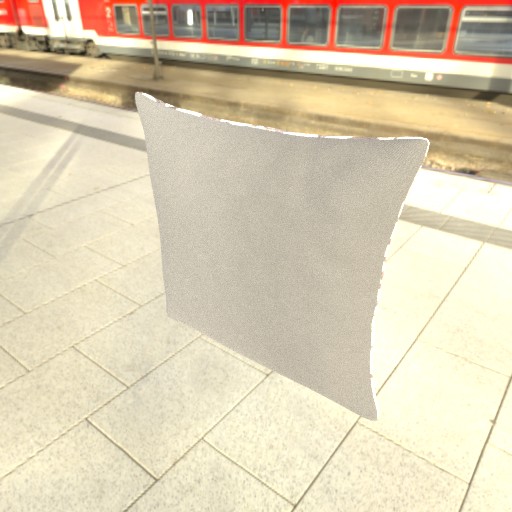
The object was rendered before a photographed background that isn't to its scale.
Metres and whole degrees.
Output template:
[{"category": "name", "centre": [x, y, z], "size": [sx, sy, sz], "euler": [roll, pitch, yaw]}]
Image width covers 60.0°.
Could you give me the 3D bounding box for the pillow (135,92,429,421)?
[{"category": "pillow", "centre": [0.000, 0.000, 0.792], "size": [0.526, 0.507, 0.166], "euler": [20, 36, 31]}]
